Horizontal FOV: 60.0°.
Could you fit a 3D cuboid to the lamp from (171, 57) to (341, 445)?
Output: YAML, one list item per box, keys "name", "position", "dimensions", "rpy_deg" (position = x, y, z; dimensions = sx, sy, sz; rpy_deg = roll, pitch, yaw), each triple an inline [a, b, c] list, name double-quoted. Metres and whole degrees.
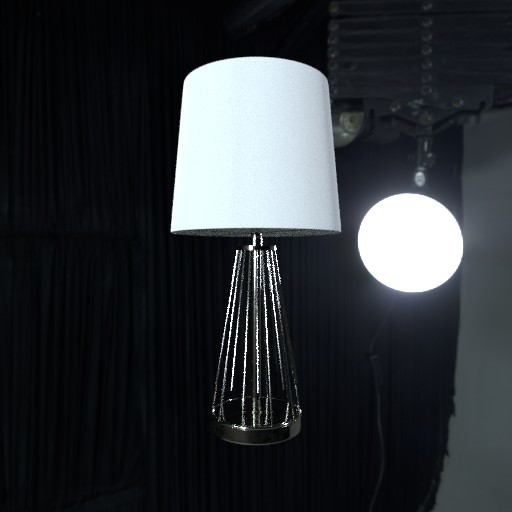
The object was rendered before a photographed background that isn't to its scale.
- name: "lamp"
  position: [0.000, 0.000, 0.804]
  dimensions: [0.303, 0.618, 0.303]
  rpy_deg: [0, 0, 0]
